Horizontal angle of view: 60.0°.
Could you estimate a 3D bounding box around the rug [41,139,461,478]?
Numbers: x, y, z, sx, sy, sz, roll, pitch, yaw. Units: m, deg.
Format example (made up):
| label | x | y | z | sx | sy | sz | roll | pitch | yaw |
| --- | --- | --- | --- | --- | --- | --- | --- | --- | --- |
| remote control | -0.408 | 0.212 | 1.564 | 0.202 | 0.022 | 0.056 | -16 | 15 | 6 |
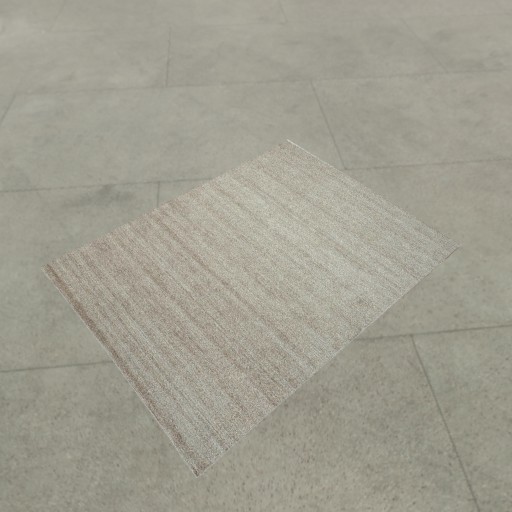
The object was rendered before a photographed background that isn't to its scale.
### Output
| label | x | y | z | sx | sy | sz | roll | pitch | yaw |
| --- | --- | --- | --- | --- | --- | --- | --- | --- | --- |
| rug | 0.000 | 0.000 | 4.210 | 3.202 | 0.045 | 2.434 | -33 | 56 | -26 |
